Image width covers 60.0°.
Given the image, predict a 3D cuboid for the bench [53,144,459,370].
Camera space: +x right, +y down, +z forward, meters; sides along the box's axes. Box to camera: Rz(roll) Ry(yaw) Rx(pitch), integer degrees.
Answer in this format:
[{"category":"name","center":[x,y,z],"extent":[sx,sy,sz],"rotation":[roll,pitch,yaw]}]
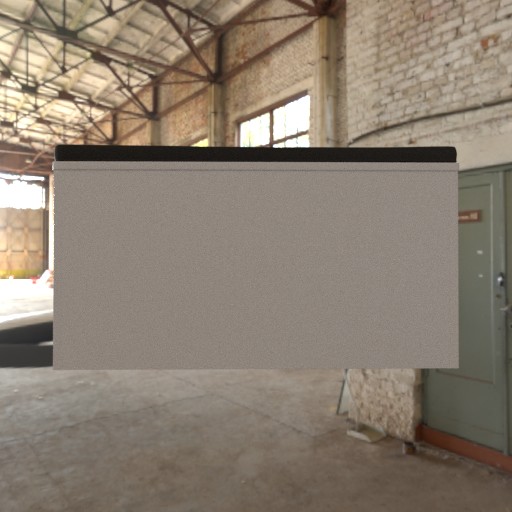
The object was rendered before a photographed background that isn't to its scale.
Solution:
[{"category":"bench","center":[0.000,0.000,1.173],"extent":[0.899,0.500,0.401],"rotation":[0,-1,-1]}]
